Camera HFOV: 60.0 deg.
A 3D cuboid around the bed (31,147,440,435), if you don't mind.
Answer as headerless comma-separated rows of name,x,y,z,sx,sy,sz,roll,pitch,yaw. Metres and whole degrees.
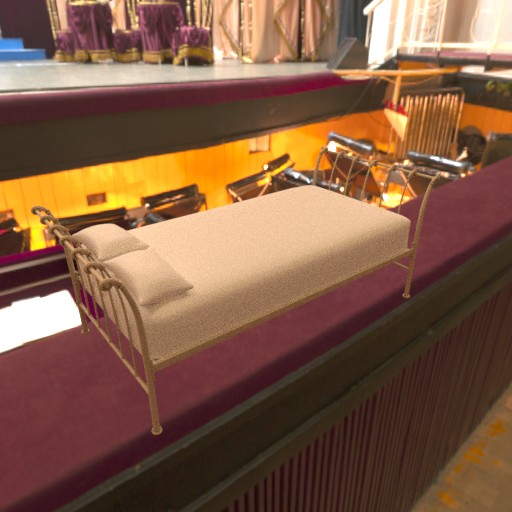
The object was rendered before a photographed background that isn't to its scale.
bed,0.000,0.000,2.775,2.228,0.873,1.032,-19,33,-33
